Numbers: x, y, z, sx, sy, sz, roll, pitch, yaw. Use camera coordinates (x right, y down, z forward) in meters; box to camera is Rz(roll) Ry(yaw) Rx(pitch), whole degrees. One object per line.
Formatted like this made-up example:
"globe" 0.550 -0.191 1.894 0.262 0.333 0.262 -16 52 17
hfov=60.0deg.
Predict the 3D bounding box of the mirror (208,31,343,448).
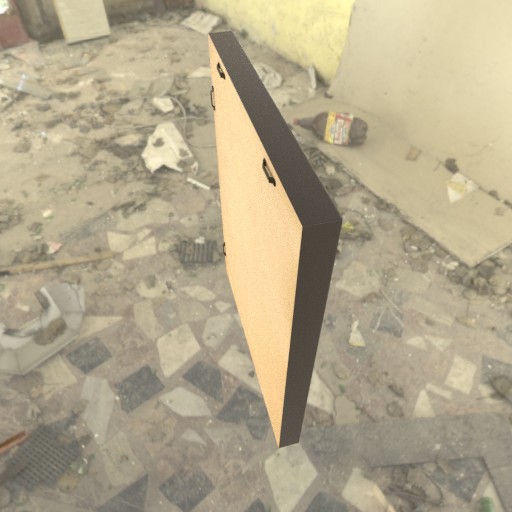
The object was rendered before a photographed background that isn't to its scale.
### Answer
"mirror" 0.000 0.000 0.681 0.041 0.509 0.406 -11 49 -10
